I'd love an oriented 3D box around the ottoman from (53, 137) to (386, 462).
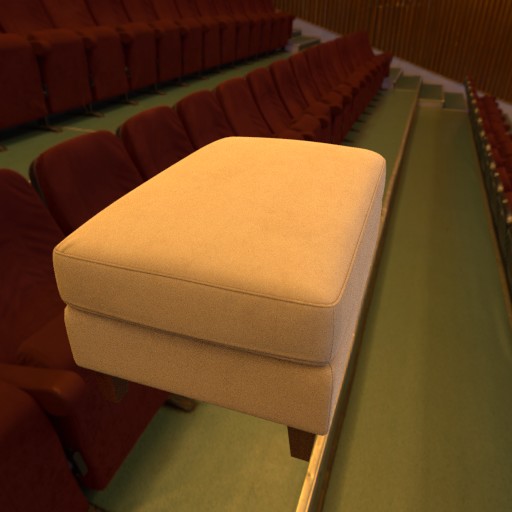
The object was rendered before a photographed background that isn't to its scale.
[{"bbox_3d":[0.000,0.000,1.196,0.584,0.483,0.864,10,31,17],"label":"ottoman"}]
